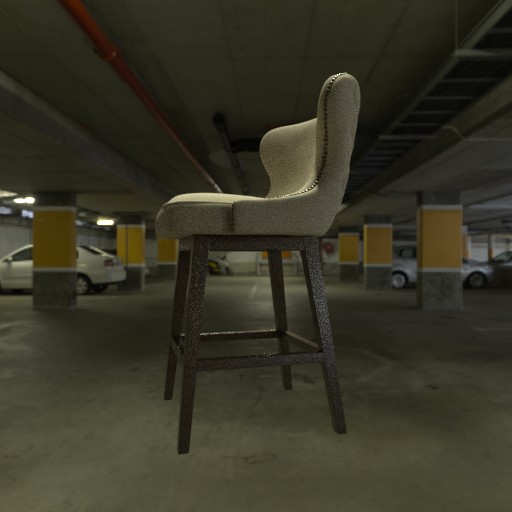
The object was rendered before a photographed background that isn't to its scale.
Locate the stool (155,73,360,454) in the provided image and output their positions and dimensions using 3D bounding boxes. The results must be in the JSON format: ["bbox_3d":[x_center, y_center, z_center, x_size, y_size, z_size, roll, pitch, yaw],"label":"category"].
[{"bbox_3d":[0.000,0.000,1.374,0.597,0.972,0.615,0,0,-16],"label":"stool"}]
